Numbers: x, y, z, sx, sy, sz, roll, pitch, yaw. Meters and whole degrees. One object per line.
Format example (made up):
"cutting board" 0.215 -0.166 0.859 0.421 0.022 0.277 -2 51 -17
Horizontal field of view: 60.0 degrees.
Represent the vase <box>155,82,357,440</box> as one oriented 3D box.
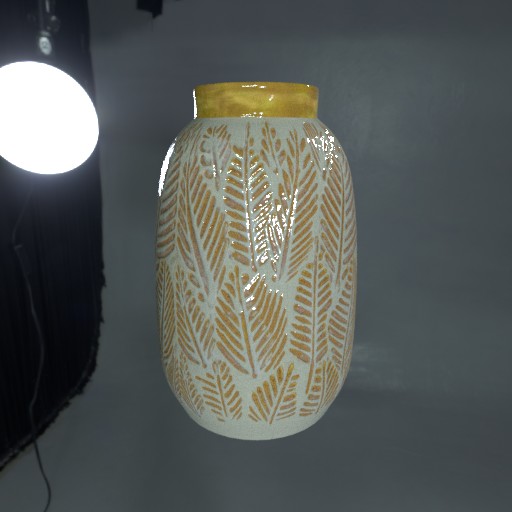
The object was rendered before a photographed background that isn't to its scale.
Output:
"vase" 0.000 0.000 0.380 0.172 0.270 0.172 0 15 0
